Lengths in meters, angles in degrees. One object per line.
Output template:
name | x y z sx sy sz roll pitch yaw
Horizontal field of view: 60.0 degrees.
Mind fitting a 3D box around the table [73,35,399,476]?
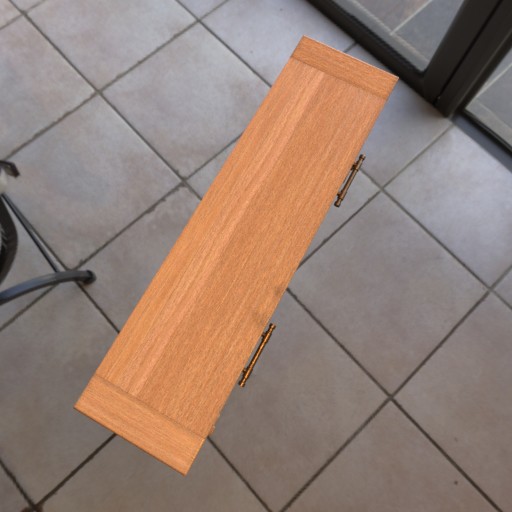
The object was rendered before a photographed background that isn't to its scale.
table | 0.000 0.000 1.913 0.442 0.762 1.599 28 77 7
